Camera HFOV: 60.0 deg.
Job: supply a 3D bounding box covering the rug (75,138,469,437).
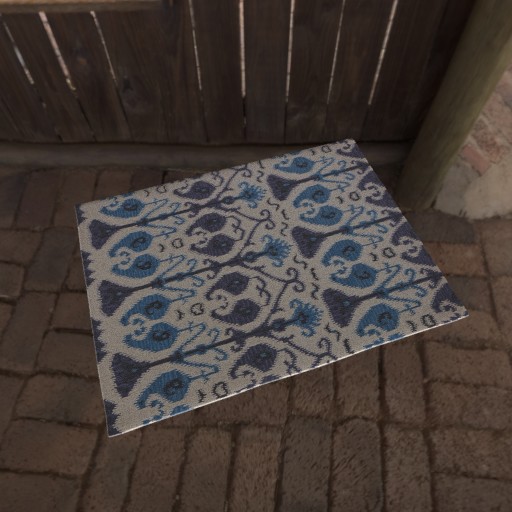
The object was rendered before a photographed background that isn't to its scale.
[{"bbox_3d":[0.000,0.000,4.322,3.228,0.024,2.443,-16,58,-10],"label":"rug"}]
